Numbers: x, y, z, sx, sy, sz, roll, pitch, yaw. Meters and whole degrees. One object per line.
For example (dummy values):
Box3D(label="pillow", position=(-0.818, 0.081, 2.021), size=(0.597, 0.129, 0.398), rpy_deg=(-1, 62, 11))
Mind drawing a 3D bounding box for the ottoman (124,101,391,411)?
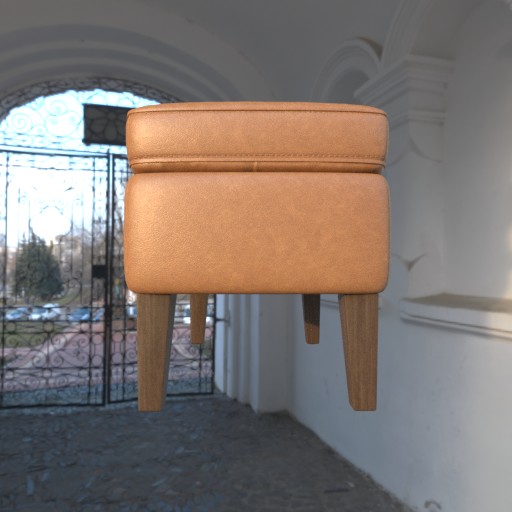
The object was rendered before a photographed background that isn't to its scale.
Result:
Box3D(label="ottoman", position=(0.000, 0.000, 0.959), size=(0.420, 0.480, 0.670), rpy_deg=(0, -1, -1))
